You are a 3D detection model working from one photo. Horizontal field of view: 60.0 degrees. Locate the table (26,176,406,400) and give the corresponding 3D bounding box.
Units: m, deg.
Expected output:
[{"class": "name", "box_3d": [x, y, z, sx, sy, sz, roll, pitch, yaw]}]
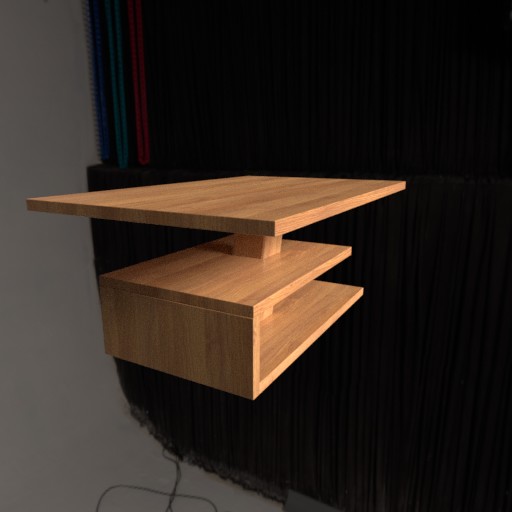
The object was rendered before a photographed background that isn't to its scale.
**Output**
[{"class": "table", "box_3d": [0.000, 0.000, 1.457, 0.700, 0.442, 1.100, 8, 16, 29]}]
